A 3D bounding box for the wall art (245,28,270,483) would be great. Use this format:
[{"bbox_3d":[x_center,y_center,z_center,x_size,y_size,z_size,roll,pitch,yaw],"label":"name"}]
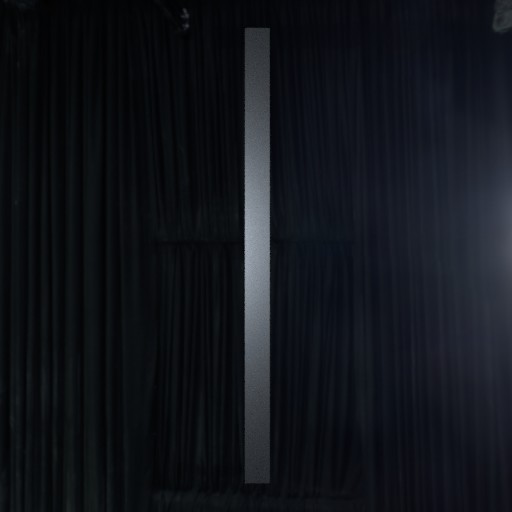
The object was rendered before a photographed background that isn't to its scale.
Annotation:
[{"bbox_3d":[0.000,0.000,0.774,0.031,0.558,0.461,0,0,0],"label":"wall art"}]
